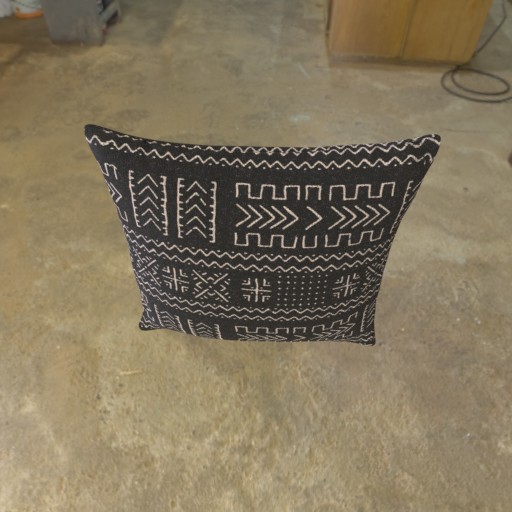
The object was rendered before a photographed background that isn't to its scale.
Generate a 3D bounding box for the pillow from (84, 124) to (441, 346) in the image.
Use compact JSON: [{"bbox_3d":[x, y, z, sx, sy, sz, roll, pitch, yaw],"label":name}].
[{"bbox_3d":[0.000,0.000,0.678,0.438,0.430,0.164,3,45,3],"label":"pillow"}]
